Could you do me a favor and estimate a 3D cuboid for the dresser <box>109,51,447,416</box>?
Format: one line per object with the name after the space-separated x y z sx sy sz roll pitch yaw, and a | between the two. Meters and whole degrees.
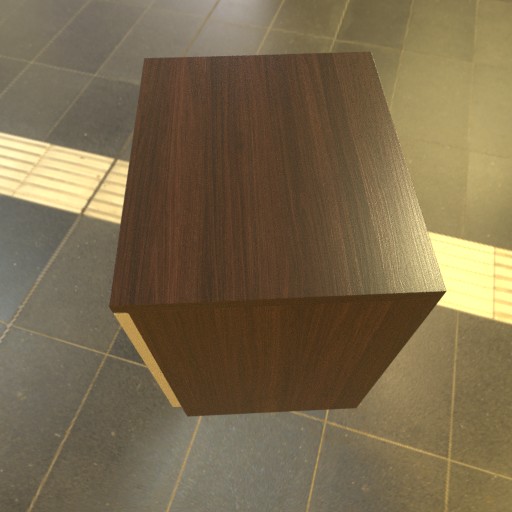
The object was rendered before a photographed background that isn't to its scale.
0.000 0.000 0.741 0.360 0.470 0.400 -2 58 -1 | dresser
